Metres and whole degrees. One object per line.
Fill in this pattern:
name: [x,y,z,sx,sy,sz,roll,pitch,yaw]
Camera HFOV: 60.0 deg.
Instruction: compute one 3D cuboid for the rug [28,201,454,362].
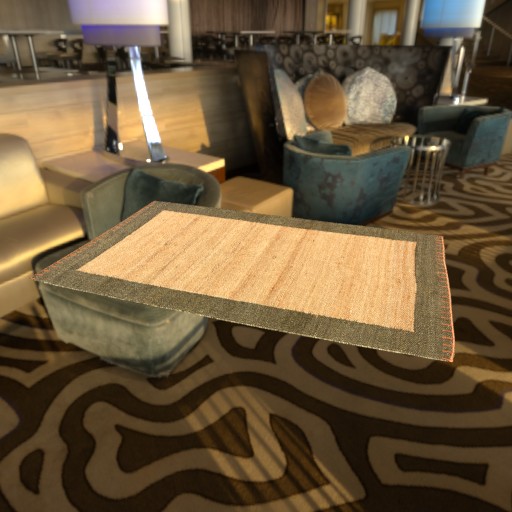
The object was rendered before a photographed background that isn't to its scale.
rug: [0.000,0.000,2.986,2.435,0.006,1.521,9,28,17]
